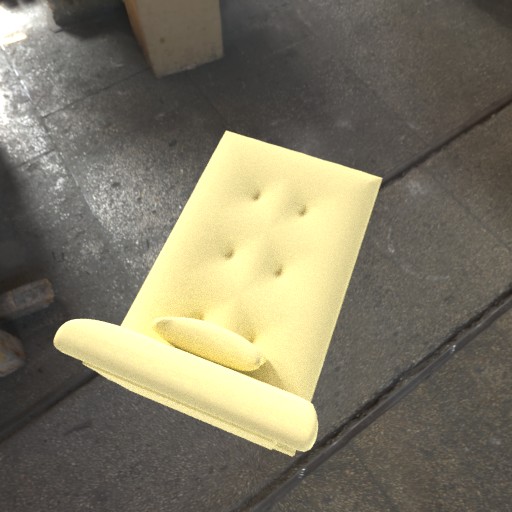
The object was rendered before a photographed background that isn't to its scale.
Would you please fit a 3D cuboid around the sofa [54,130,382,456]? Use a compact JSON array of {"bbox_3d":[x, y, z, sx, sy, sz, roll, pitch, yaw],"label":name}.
[{"bbox_3d":[0.000,0.000,2.014,0.930,0.820,1.450,19,66,9],"label":"sofa"}]
